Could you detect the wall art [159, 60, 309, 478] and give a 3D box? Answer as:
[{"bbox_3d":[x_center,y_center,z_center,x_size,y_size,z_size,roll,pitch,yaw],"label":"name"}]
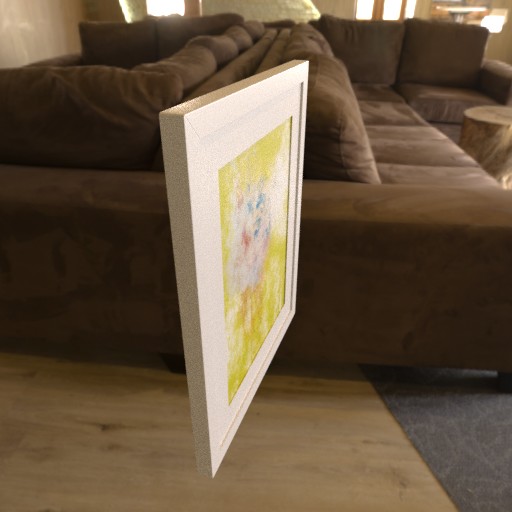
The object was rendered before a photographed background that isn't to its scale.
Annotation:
[{"bbox_3d":[0.000,0.000,0.741,0.028,0.556,0.454,11,32,18],"label":"wall art"}]
